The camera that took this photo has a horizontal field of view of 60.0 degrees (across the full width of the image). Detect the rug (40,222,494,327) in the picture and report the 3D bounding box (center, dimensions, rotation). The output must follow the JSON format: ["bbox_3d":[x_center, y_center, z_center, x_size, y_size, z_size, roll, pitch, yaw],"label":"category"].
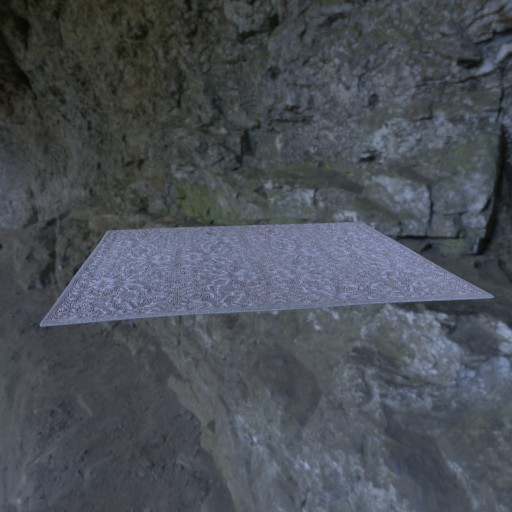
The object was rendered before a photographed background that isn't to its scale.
[{"bbox_3d":[0.000,0.000,4.045,3.017,0.035,2.472,-3,17,-8],"label":"rug"}]
